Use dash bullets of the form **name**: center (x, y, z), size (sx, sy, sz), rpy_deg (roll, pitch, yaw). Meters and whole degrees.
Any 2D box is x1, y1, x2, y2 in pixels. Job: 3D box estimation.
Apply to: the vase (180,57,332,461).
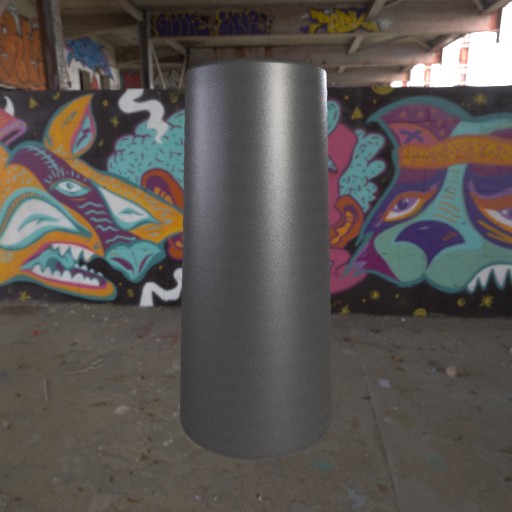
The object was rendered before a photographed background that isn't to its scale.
- **vase**: center (0.000, 0.000, 0.370), size (0.136, 0.289, 0.136), rpy_deg (6, 15, 25)
